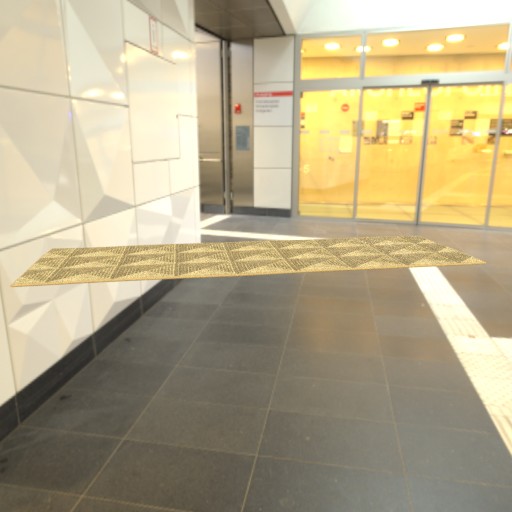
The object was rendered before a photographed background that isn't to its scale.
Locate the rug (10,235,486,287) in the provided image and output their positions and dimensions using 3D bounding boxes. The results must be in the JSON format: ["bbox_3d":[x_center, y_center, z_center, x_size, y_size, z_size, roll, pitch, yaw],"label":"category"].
[{"bbox_3d":[0.000,0.000,2.304,2.182,0.015,0.645,-2,15,-9],"label":"rug"}]
